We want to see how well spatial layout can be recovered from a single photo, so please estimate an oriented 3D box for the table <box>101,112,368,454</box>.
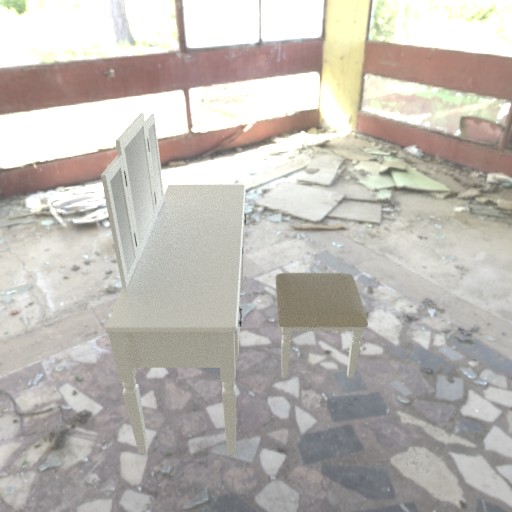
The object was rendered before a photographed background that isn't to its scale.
[{"bbox_3d":[0.000,0.000,2.236,1.115,1.310,1.369,0,31,0],"label":"table"}]
